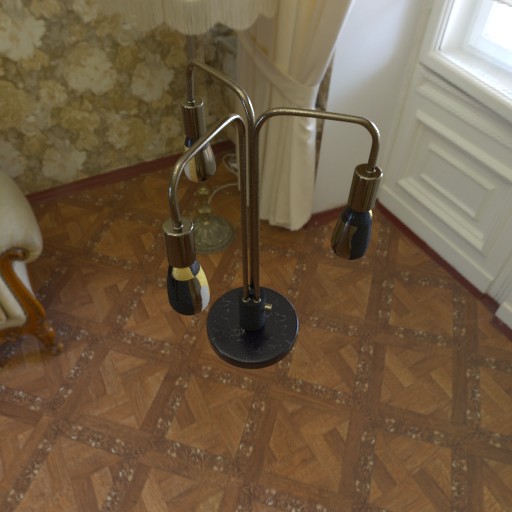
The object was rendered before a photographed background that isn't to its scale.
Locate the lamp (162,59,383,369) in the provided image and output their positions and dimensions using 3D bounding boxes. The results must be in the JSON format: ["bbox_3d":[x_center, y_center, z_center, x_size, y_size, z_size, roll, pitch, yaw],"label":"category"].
[{"bbox_3d":[0.000,0.000,0.783,0.368,0.560,0.355,11,49,10],"label":"lamp"}]
